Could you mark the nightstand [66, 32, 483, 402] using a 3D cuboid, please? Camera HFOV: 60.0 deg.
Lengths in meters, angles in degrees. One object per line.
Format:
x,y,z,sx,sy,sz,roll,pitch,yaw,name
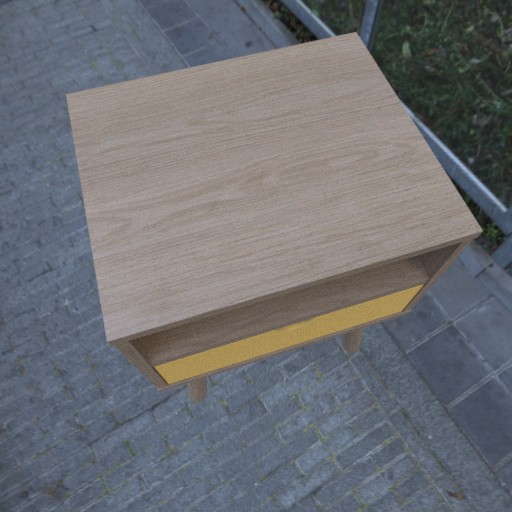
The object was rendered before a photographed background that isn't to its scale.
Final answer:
0.000,0.000,0.836,0.450,0.571,0.380,-16,64,-8,nightstand
